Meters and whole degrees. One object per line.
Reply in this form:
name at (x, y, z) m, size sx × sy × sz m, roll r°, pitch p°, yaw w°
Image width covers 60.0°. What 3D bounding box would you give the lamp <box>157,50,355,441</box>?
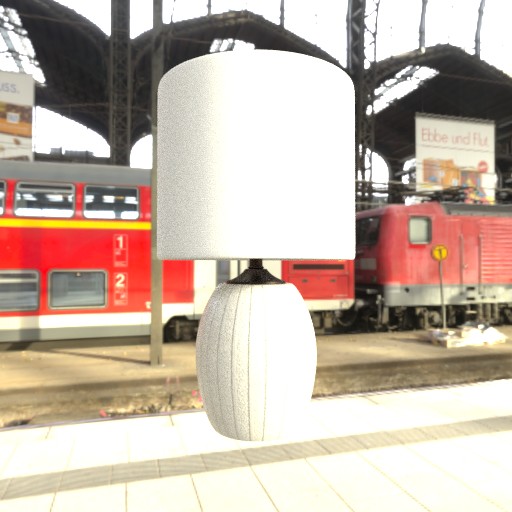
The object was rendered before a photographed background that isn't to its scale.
lamp at (0.000, 0.000, 0.752) m, size 0.328 × 0.570 × 0.328 m, roll 0°, pitch -1°, yaw 0°
